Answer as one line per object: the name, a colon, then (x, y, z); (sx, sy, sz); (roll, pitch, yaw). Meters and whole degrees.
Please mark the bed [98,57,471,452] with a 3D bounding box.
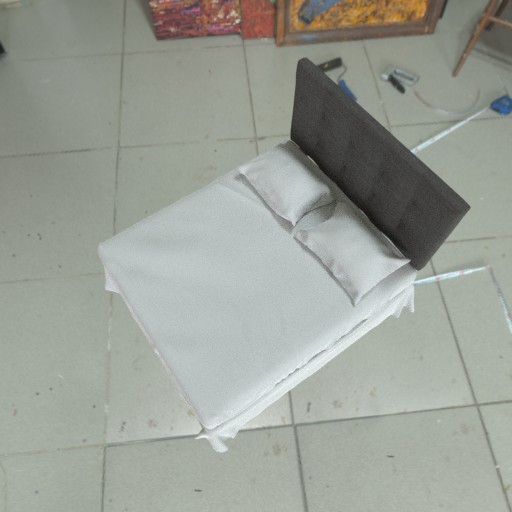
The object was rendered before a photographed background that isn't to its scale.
bed: (0.000, 0.000, 3.389); (2.222, 1.577, 1.936); (-32, 68, -15)
